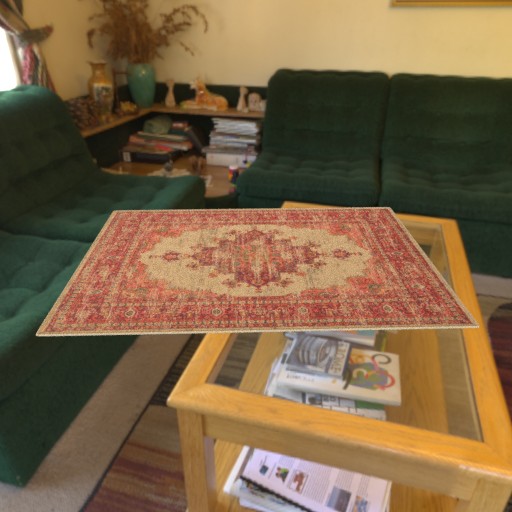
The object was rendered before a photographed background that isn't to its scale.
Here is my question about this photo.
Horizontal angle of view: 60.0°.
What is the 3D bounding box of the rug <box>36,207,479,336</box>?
[{"bbox_3d":[0.000,0.000,2.896,2.232,0.011,1.555,-1,29,-2],"label":"rug"}]
